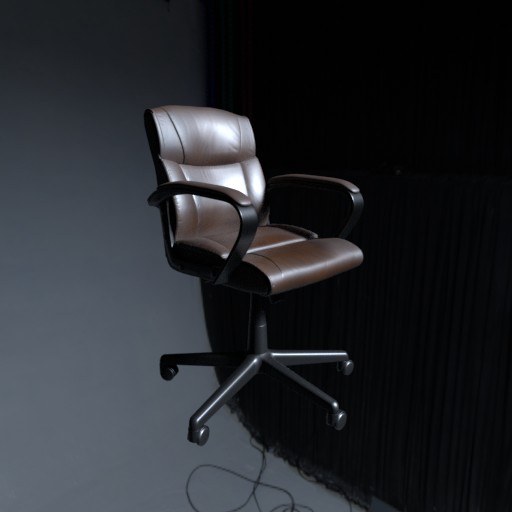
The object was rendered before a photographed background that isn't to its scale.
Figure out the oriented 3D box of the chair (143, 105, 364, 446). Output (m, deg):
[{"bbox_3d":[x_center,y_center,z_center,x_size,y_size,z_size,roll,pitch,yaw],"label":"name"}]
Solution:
[{"bbox_3d":[0.000,0.000,1.499,0.739,1.004,0.717,-13,18,-43],"label":"chair"}]
